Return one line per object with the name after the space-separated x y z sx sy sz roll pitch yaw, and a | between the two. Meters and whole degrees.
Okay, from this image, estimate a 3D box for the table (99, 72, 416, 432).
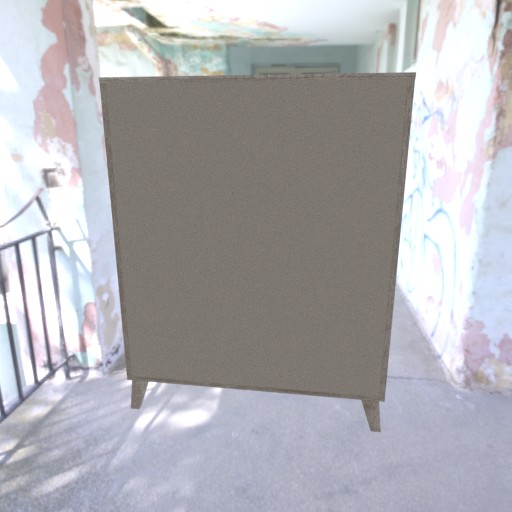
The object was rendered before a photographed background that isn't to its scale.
0.000 0.000 1.527 0.902 1.135 0.256 2 17 8 | table
